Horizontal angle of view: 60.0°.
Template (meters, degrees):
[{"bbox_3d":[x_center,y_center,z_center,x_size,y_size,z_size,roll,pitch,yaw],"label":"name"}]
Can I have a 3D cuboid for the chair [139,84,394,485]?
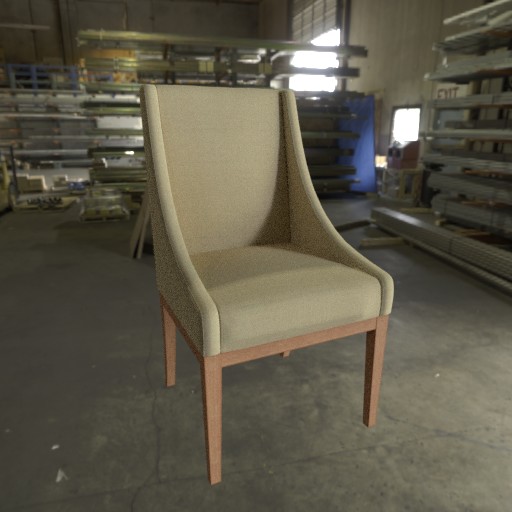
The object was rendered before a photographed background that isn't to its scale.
[{"bbox_3d":[0.000,0.000,1.374,0.575,1.021,0.611,-8,18,-25],"label":"chair"}]
